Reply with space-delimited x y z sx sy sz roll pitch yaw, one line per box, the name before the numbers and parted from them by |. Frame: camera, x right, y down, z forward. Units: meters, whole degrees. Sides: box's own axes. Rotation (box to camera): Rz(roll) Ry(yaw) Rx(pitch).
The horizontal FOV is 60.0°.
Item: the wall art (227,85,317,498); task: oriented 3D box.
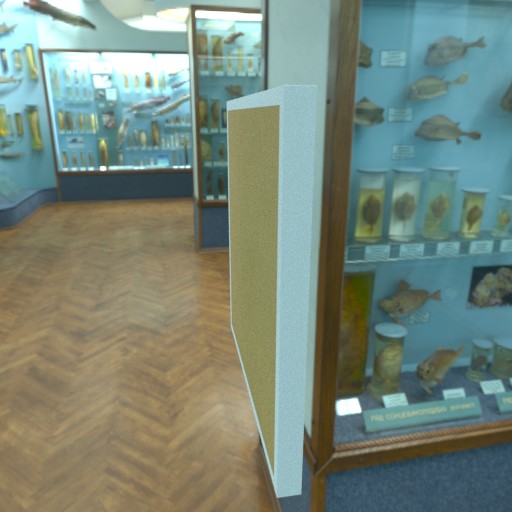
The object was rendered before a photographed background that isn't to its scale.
wall art | 0.000 0.000 0.452 0.020 0.307 0.307 -3 18 -9
